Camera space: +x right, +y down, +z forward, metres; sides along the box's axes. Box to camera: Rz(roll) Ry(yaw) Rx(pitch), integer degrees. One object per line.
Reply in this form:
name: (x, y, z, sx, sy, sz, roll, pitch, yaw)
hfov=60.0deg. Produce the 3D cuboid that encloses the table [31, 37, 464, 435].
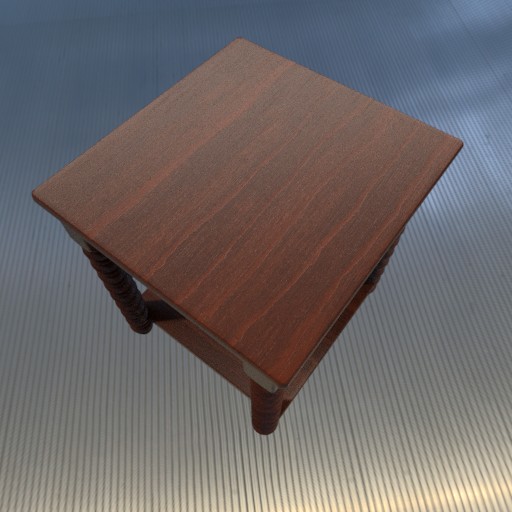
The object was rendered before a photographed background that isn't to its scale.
table: (0.000, 0.000, 0.971, 0.500, 0.567, 0.533, 33, 64, 19)
